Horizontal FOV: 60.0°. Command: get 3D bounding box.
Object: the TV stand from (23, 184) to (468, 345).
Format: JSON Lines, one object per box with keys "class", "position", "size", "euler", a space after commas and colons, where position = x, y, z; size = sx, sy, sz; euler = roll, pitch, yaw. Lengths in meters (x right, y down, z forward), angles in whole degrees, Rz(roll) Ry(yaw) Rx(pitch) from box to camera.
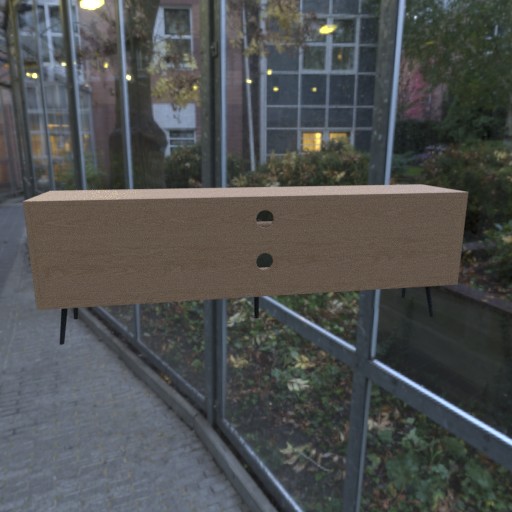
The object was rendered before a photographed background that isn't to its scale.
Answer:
{"class": "TV stand", "position": [0.000, 0.000, 1.992], "size": [1.760, 0.580, 0.400], "euler": [-3, 14, -10]}
